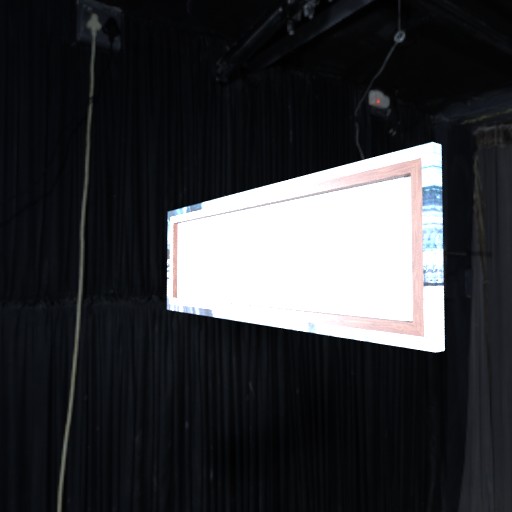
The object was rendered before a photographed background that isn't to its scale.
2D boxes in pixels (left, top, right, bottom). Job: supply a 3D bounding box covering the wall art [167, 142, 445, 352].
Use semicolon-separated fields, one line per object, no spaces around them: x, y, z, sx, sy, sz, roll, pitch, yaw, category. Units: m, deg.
0.000;0.000;1.697;0.037;0.509;1.524;2;-3;-36;wall art
